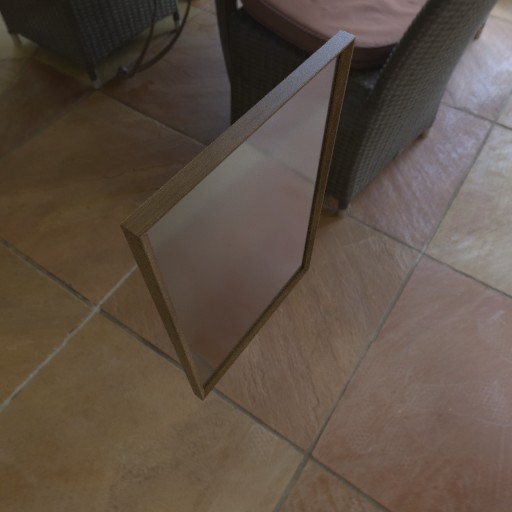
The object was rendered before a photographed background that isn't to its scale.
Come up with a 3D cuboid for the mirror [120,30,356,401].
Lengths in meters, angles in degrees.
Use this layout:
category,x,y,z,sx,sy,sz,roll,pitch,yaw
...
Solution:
category,x,y,z,sx,sy,sz,roll,pitch,yaw
mirror,0.000,0.000,1.149,0.041,0.915,0.609,33,63,19
